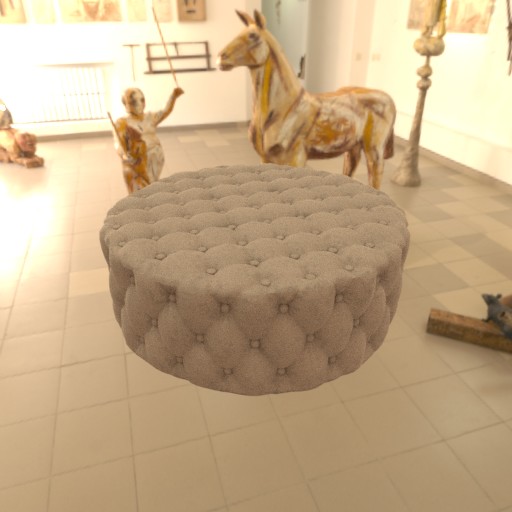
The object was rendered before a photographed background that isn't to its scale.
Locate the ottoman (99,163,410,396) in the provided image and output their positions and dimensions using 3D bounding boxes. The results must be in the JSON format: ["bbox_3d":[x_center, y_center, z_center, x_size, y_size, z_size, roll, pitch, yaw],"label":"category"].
[{"bbox_3d":[0.000,0.000,1.550,0.998,0.399,0.998,0,29,0],"label":"ottoman"}]
